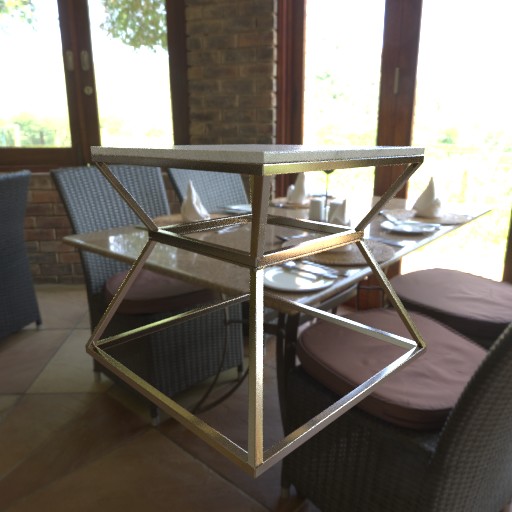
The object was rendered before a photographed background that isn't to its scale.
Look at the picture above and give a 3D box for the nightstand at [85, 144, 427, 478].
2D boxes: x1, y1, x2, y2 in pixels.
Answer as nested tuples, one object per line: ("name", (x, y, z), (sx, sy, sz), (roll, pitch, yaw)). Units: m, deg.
("nightstand", (0.000, 0.000, 0.891), (0.514, 0.426, 0.513), (-14, 21, -43))
